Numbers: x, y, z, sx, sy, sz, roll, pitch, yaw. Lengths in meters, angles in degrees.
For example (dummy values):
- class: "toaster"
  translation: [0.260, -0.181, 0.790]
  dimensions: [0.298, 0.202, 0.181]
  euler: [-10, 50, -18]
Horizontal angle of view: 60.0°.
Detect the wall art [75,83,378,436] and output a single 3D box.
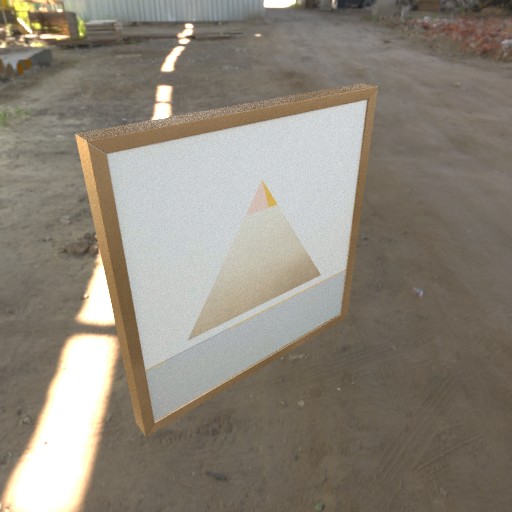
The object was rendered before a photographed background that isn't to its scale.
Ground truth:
- class: "wall art"
  translation: [0.000, 0.000, 0.775]
  dimensions: [0.513, 0.511, 0.038]
  euler: [-23, 38, -32]
